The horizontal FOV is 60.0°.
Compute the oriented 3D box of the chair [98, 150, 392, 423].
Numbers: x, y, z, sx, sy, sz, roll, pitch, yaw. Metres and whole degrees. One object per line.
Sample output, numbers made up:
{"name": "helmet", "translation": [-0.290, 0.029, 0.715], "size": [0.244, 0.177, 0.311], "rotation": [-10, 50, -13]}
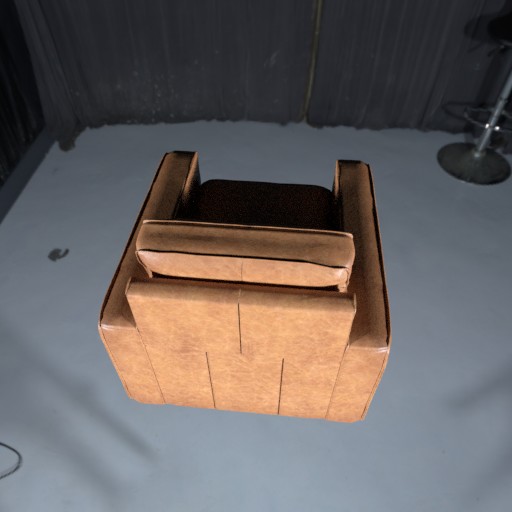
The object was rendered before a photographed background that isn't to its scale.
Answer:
{"name": "chair", "translation": [0.000, 0.000, 1.803], "size": [0.987, 0.901, 1.027], "rotation": [2, 48, 2]}
